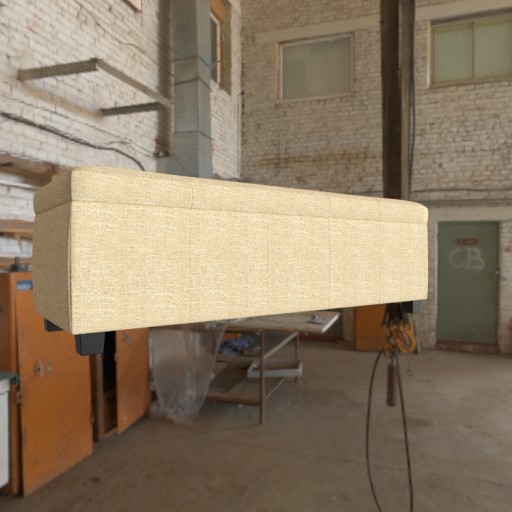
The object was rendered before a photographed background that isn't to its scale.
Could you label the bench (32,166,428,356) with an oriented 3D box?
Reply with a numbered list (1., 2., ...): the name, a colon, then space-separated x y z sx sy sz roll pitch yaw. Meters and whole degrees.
1. bench: 0.000 0.000 1.404 1.219 0.406 0.432 0 0 -35
